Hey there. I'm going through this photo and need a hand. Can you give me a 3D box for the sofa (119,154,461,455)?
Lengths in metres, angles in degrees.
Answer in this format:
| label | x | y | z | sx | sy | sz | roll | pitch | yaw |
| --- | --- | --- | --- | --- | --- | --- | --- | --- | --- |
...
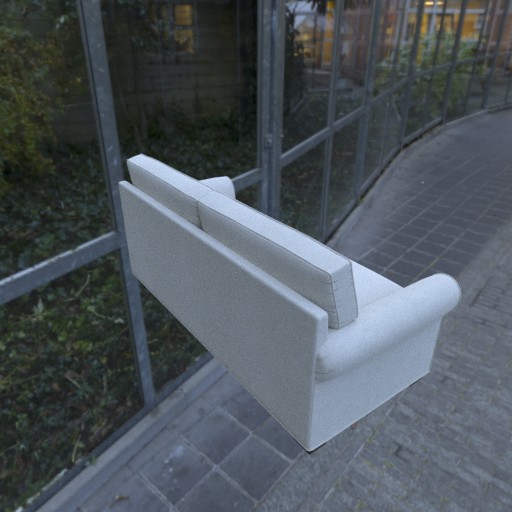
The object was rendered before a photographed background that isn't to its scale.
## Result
| label | x | y | z | sx | sy | sz | roll | pitch | yaw |
| --- | --- | --- | --- | --- | --- | --- | --- | --- | --- |
| sofa | 0.000 | 0.000 | 2.698 | 0.901 | 0.962 | 2.146 | -19 | 33 | -32 |
